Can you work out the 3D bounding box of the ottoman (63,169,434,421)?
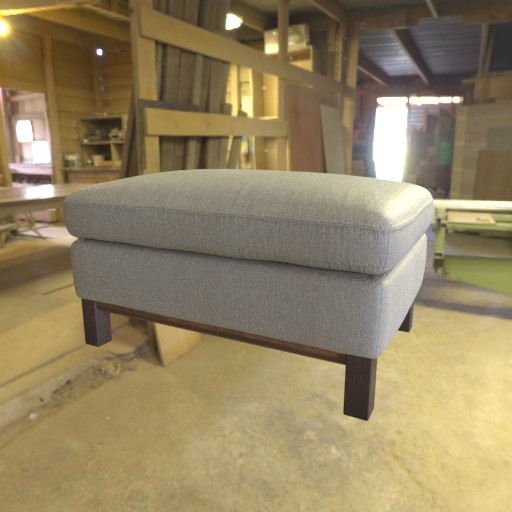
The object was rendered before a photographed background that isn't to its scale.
[{"bbox_3d":[0.000,0.000,1.053,0.735,0.404,0.528,7,15,27],"label":"ottoman"}]
